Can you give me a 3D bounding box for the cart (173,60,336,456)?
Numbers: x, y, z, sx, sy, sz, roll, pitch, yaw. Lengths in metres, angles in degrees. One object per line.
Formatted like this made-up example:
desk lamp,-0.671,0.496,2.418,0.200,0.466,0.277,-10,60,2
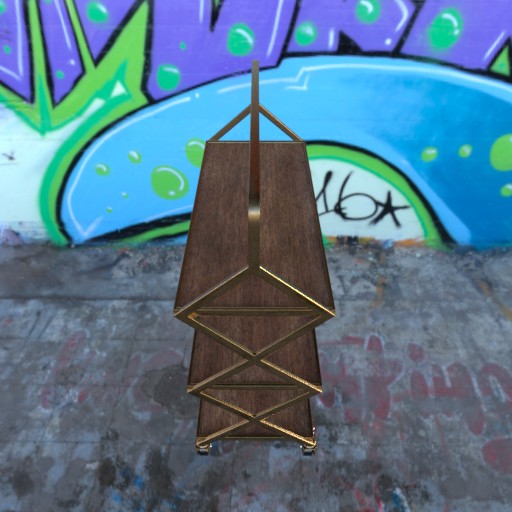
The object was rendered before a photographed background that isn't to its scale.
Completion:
cart,0.000,0.000,1.169,0.313,0.805,0.723,0,41,0
